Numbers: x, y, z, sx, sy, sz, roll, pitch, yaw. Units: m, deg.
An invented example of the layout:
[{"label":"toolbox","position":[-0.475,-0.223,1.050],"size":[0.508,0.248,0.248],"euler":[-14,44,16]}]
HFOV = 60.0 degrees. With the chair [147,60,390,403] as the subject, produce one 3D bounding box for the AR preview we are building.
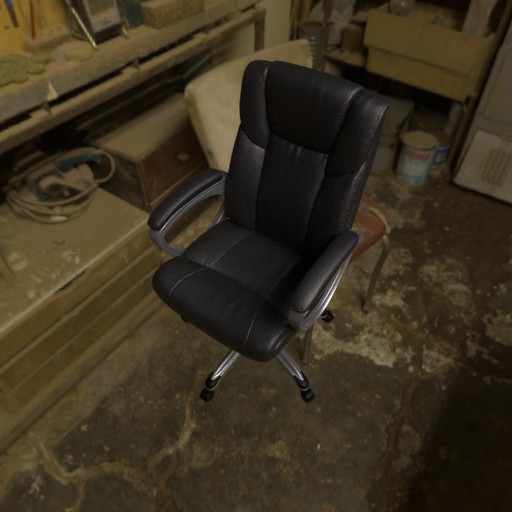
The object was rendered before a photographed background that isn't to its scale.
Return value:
[{"label":"chair","position":[0.000,0.000,1.599],"size":[0.721,1.130,0.719],"euler":[29,53,25]}]
